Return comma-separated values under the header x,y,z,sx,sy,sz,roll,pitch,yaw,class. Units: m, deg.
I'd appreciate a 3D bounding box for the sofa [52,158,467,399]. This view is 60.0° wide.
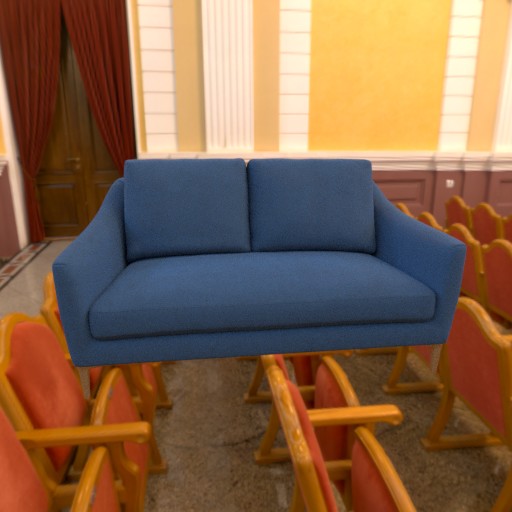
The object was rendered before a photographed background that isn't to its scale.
x,y,z,sx,sy,sz,roll,pitch,yaw,class
0.000,0.000,2.172,1.619,0.902,0.960,-2,17,-7,sofa
